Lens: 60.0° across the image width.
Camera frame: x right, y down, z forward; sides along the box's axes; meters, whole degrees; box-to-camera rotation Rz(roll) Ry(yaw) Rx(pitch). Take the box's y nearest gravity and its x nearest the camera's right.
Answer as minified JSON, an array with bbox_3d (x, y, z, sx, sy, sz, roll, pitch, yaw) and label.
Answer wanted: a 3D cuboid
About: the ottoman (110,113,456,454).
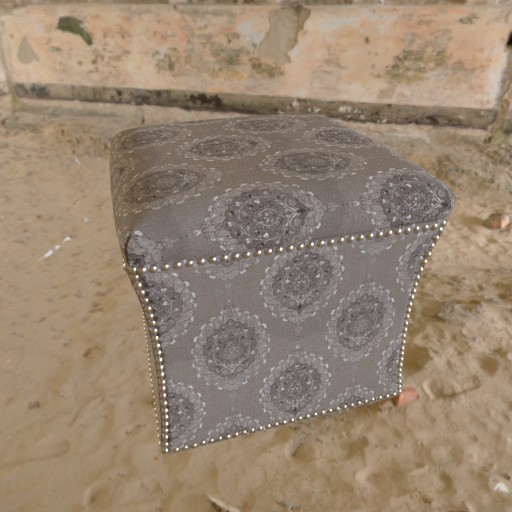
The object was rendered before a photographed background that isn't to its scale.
[{"bbox_3d":[0.000,0.000,0.895,0.507,0.473,0.497,-9,32,-14],"label":"ottoman"}]
